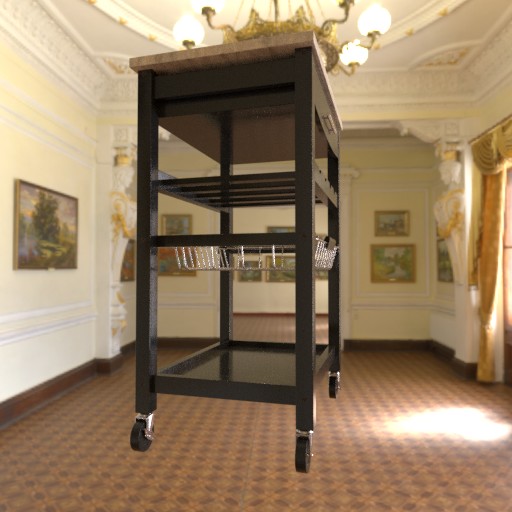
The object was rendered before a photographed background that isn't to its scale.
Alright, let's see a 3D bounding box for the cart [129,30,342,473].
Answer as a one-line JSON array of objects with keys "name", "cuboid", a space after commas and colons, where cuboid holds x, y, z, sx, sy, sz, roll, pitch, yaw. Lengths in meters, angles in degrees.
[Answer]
[{"name": "cart", "cuboid": [0.000, 0.000, 1.154, 0.403, 0.839, 0.584, 0, -2, 16]}]
